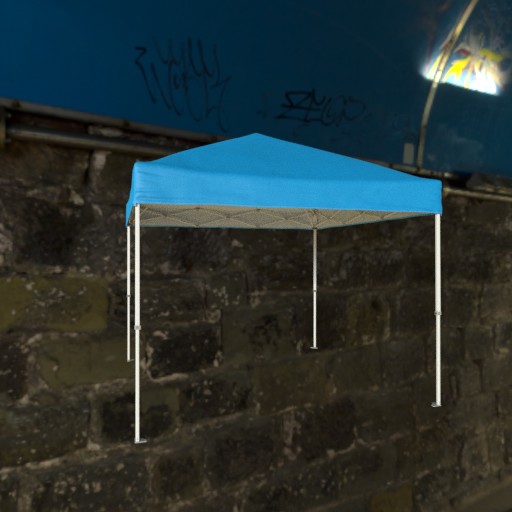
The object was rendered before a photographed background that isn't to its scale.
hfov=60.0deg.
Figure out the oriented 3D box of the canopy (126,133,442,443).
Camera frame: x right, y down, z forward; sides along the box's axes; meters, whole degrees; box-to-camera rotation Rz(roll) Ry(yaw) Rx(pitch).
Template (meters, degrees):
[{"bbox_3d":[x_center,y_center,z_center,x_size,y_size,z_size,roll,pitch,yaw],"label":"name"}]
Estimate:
[{"bbox_3d":[0.000,0.000,5.407,2.998,2.997,2.996,0,0,-17],"label":"canopy"}]
